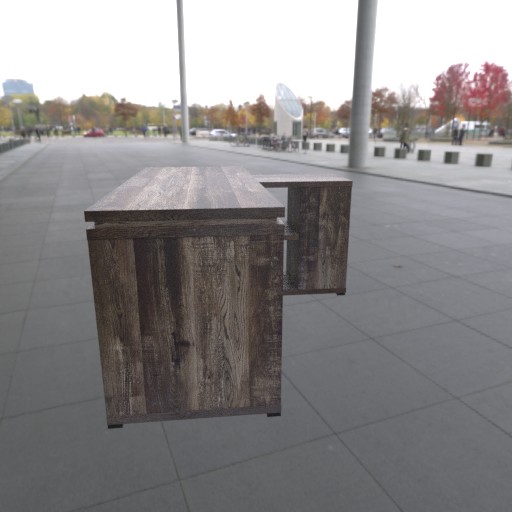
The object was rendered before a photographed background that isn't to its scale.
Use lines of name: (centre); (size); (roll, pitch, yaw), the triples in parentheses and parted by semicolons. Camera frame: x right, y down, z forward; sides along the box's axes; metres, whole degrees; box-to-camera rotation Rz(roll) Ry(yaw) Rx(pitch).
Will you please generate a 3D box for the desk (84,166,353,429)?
desk: (0.000, 0.000, 2.204); (1.200, 0.753, 1.524); (-2, 16, -6)
